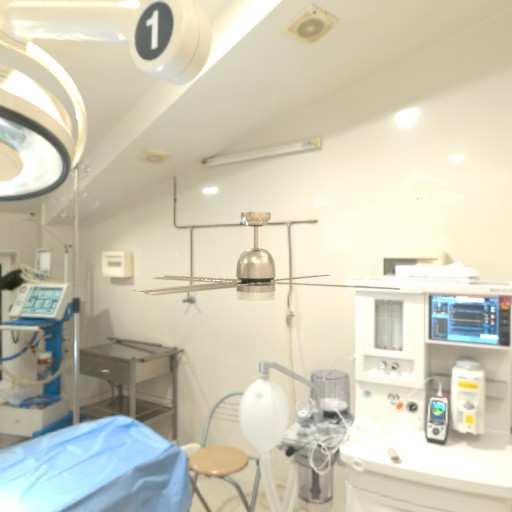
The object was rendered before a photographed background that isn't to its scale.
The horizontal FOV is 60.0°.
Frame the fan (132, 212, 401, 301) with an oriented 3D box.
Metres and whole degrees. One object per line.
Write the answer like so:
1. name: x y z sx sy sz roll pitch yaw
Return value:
1. fan: 0.000 0.000 2.100 1.346 0.406 1.346 0 1 35
